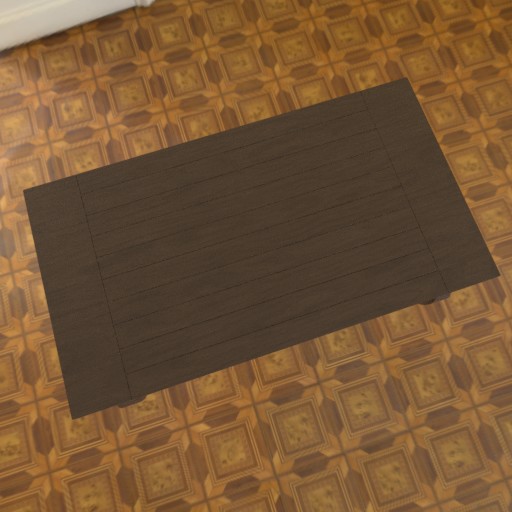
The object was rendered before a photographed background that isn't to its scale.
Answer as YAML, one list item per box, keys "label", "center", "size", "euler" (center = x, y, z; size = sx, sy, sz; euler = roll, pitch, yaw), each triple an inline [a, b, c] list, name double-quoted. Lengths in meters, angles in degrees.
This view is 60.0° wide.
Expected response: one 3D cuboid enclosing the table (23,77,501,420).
- label: "table"
  center: [0.000, 0.000, 1.344]
  size: [1.062, 0.494, 0.600]
  euler: [-18, 77, -4]
